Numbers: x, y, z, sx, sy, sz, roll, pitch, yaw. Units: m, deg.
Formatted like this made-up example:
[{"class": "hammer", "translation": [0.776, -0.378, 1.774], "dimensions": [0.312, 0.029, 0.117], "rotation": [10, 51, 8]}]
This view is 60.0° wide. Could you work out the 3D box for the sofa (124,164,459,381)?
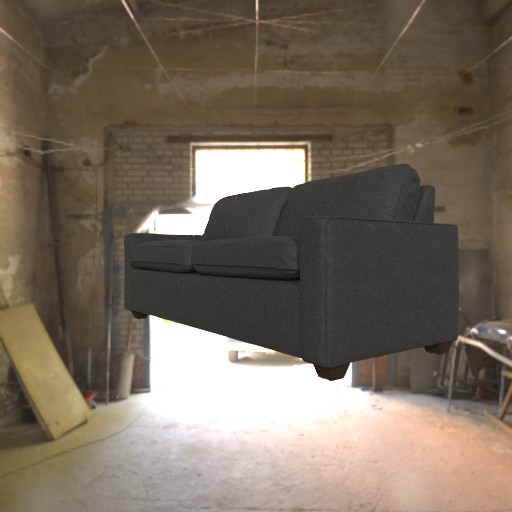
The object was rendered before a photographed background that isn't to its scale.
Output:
[{"class": "sofa", "translation": [0.000, 0.000, 2.658], "dimensions": [0.940, 0.919, 2.080], "rotation": [0, 1, -36]}]
